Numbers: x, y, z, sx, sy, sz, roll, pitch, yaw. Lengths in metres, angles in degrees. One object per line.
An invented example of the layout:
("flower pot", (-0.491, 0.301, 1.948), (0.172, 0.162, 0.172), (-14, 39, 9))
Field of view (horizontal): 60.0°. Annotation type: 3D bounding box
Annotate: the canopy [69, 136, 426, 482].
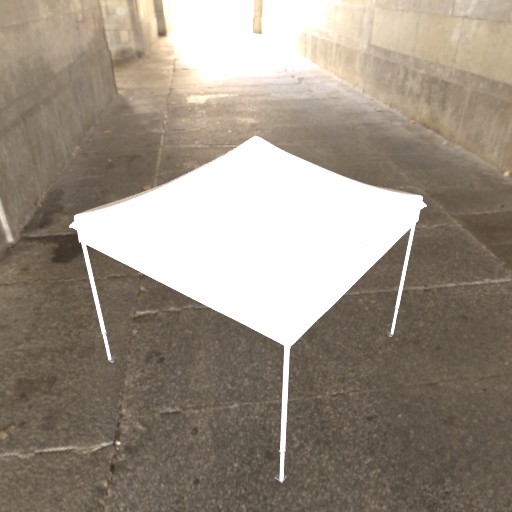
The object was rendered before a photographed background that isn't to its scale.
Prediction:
("canopy", (0.000, 0.000, 5.513), (2.996, 2.998, 2.994), (22, 37, 31))
